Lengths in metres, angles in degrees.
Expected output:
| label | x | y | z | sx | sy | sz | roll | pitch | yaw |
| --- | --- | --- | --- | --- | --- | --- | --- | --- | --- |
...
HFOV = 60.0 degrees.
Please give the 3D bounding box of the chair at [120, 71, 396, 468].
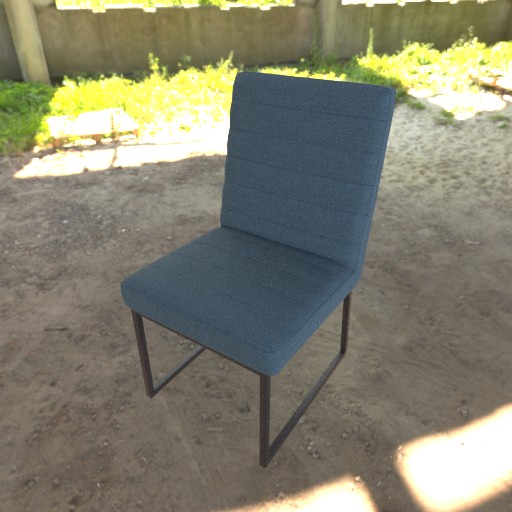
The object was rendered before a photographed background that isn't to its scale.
| label | x | y | z | sx | sy | sz | roll | pitch | yaw |
| --- | --- | --- | --- | --- | --- | --- | --- | --- | --- |
| chair | 0.000 | 0.000 | 1.319 | 0.520 | 0.930 | 0.634 | 19 | 36 | 29 |
